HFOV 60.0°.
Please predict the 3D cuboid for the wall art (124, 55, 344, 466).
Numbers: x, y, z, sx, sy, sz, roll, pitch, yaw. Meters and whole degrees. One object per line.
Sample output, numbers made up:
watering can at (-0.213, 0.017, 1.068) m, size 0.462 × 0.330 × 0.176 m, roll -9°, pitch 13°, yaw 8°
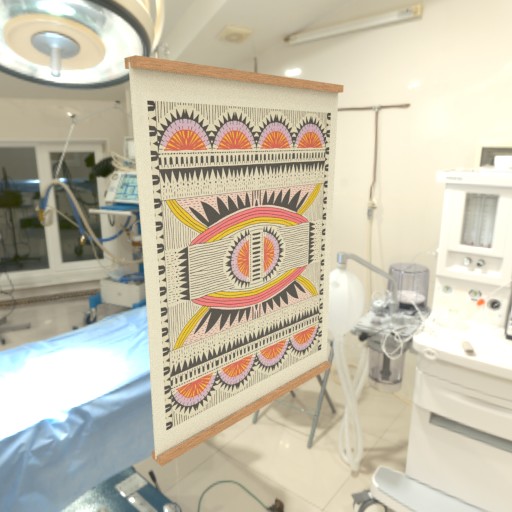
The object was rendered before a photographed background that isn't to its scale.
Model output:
wall art at (0.000, 0.000, 0.797) m, size 0.456 × 0.609 × 0.028 m, roll -14°, pitch 20°, yaw -43°
